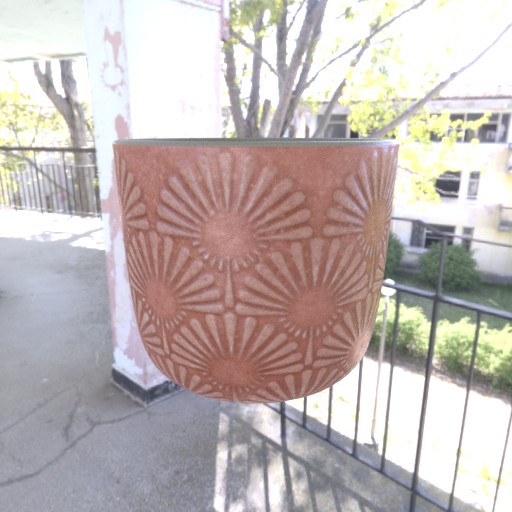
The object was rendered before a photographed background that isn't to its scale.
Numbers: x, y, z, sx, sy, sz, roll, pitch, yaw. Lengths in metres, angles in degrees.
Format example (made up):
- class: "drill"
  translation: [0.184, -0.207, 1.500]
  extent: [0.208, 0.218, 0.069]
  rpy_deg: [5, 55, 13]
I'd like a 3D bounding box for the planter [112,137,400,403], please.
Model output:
- class: "planter"
  translation: [0.000, 0.000, 0.214]
  extent: [0.124, 0.109, 0.124]
  rpy_deg: [0, 16, 0]
